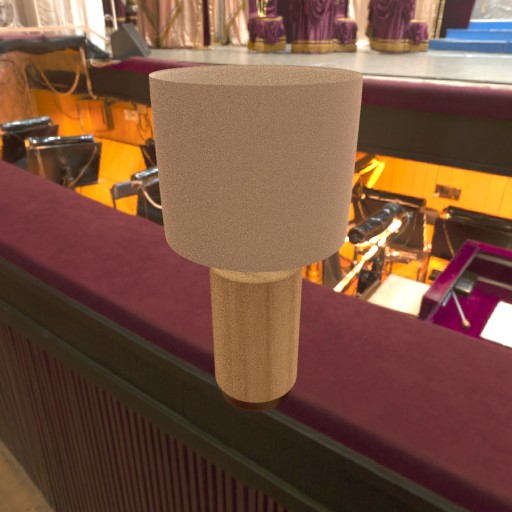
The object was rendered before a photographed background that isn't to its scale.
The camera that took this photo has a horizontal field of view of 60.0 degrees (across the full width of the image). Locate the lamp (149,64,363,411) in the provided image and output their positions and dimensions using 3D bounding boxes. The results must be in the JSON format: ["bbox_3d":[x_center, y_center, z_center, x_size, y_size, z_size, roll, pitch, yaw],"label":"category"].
[{"bbox_3d":[0.000,0.000,0.580,0.228,0.444,0.228,18,33,31],"label":"lamp"}]
